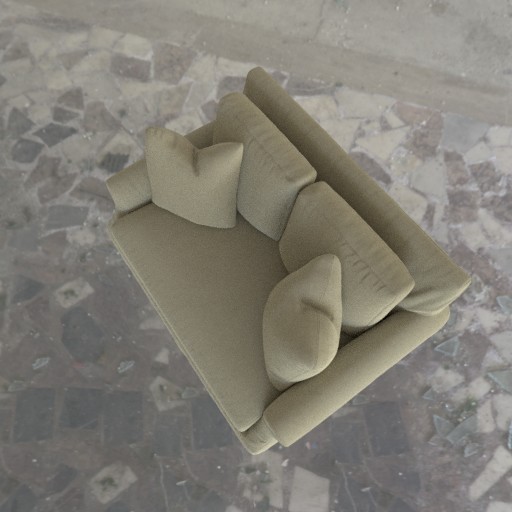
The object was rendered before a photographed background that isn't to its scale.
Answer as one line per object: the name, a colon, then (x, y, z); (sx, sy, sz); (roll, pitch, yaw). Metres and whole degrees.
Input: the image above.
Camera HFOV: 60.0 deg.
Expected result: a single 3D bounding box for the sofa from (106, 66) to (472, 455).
sofa: (0.000, 0.000, 2.149); (1.070, 0.905, 1.550); (-32, 68, -15)
